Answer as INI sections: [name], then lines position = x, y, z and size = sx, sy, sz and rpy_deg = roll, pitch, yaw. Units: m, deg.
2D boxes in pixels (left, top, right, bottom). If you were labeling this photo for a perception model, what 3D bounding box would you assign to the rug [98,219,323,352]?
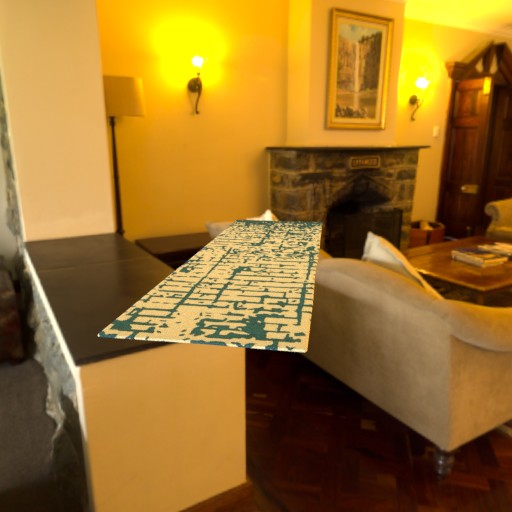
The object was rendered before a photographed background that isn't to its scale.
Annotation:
[rug]
position = 0.000, 0.000, 2.692
size = 0.750, 0.011, 2.435
rpy_deg = 2, 15, 9
